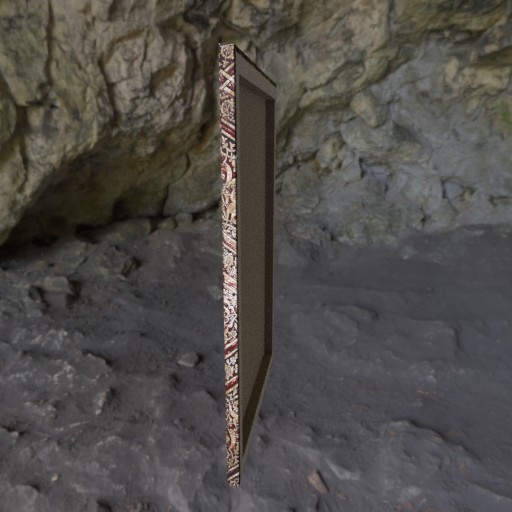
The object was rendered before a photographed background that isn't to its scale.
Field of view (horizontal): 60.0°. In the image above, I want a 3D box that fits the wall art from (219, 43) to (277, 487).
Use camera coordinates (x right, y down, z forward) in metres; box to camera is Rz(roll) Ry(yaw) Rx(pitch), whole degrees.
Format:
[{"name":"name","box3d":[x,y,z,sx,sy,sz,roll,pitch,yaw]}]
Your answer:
[{"name":"wall art","box3d":[0.000,0.000,0.765,0.020,0.599,0.397,2,15,9]}]
